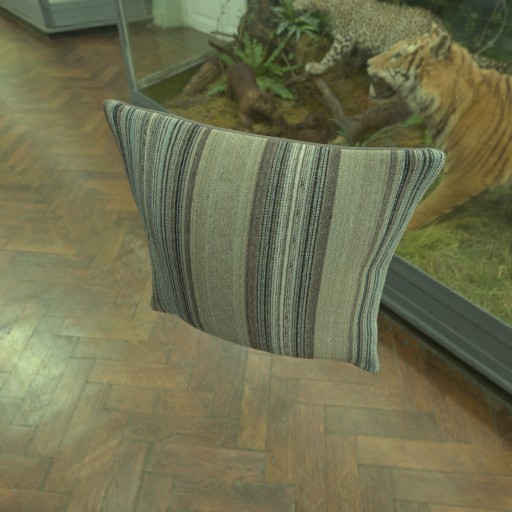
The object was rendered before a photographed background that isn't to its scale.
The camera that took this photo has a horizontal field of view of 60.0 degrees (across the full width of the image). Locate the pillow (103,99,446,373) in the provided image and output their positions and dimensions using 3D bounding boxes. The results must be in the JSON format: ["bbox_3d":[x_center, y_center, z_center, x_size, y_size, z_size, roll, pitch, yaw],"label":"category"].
[{"bbox_3d":[0.000,0.000,0.661,0.435,0.416,0.189,13,44,14],"label":"pillow"}]
